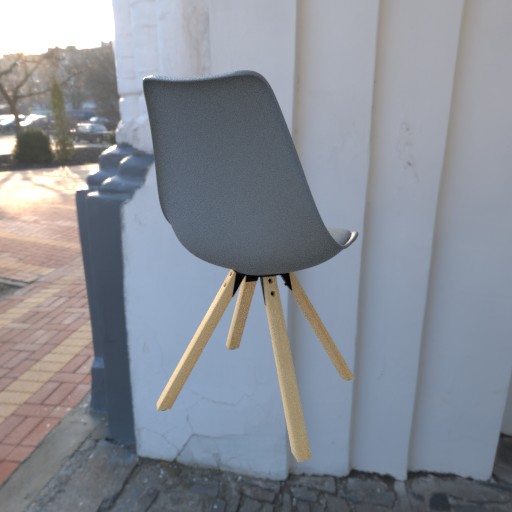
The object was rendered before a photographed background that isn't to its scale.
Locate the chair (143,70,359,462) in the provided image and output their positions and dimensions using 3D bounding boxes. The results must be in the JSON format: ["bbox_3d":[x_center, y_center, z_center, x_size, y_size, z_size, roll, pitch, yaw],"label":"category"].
[{"bbox_3d":[0.000,0.000,1.162,0.485,0.850,0.549,9,19,26],"label":"chair"}]
